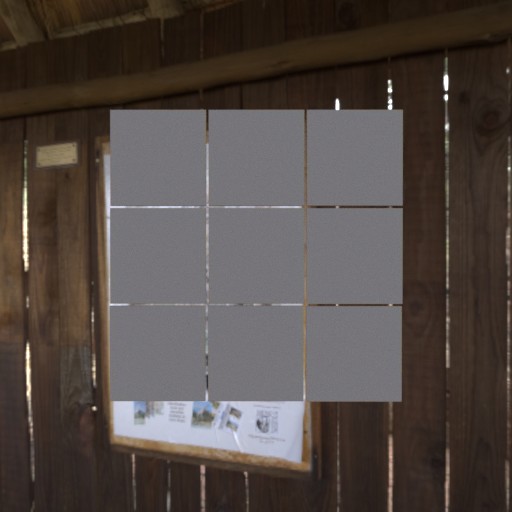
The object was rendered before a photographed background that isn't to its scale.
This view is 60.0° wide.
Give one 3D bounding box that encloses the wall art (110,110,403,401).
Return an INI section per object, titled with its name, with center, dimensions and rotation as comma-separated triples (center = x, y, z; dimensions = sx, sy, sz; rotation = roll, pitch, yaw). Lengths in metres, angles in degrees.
[wall art]
center = 0.000, 0.000, 2.319
dimensions = 1.527, 1.521, 0.017
rotation = 0, 0, 0
